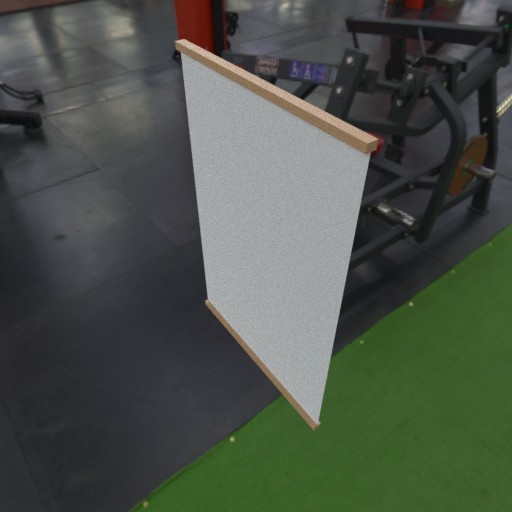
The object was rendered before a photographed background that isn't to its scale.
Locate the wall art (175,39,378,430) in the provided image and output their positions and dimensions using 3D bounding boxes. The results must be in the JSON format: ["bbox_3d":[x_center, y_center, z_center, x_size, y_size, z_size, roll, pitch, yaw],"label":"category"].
[{"bbox_3d":[0.000,0.000,0.647,0.013,0.510,0.335,-26,49,-26],"label":"wall art"}]
